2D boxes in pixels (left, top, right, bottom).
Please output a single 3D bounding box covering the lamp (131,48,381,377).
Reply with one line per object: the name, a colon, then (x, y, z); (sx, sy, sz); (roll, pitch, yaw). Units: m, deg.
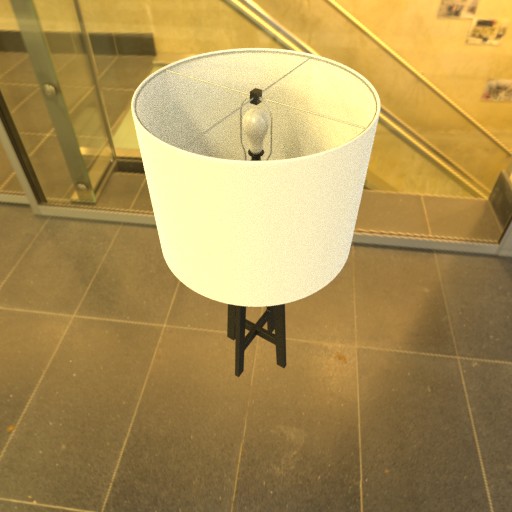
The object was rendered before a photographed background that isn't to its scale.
lamp: (0.000, 0.000, 0.636); (0.257, 0.489, 0.257); (-9, 46, -9)
